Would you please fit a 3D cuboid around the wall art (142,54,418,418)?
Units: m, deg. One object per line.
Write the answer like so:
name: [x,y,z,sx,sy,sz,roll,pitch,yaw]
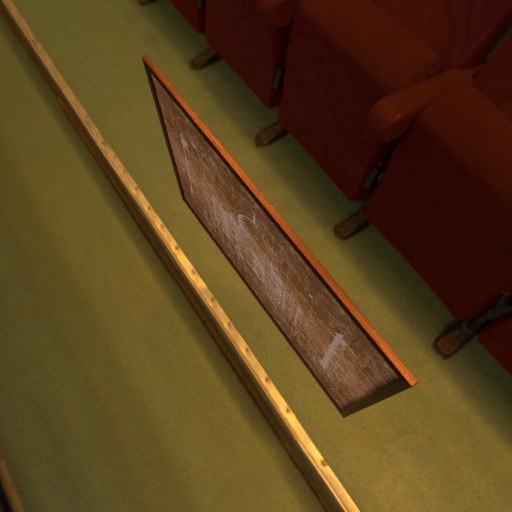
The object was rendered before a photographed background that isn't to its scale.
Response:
wall art: [0.000,0.000,1.043,0.014,0.559,0.816,-33,70,-14]
